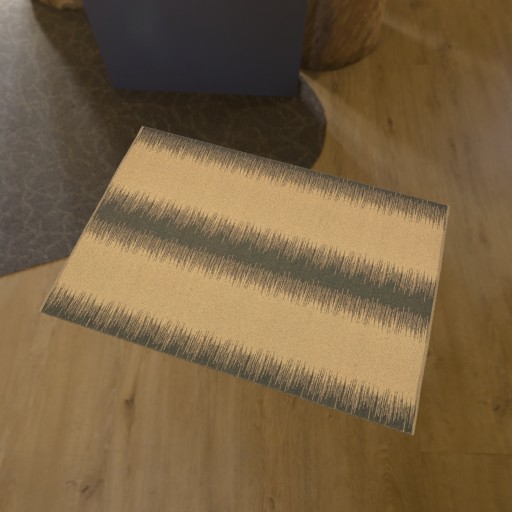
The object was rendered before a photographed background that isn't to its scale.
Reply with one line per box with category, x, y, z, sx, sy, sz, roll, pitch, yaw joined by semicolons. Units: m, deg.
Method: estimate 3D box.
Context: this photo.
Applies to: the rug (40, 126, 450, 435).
rug;0.000;0.000;2.308;1.854;0.006;1.234;16;66;8
